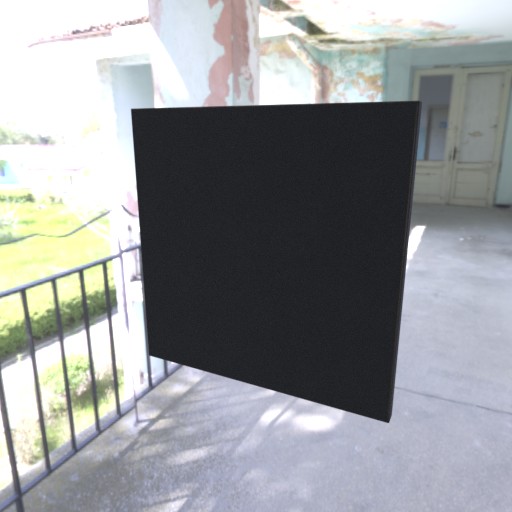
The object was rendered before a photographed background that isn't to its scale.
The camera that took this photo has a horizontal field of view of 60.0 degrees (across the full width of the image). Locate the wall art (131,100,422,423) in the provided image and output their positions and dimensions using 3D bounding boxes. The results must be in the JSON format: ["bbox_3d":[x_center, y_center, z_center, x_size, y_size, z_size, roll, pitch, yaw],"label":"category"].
[{"bbox_3d":[0.000,0.000,0.472,0.304,0.303,0.015,8,18,26],"label":"wall art"}]
